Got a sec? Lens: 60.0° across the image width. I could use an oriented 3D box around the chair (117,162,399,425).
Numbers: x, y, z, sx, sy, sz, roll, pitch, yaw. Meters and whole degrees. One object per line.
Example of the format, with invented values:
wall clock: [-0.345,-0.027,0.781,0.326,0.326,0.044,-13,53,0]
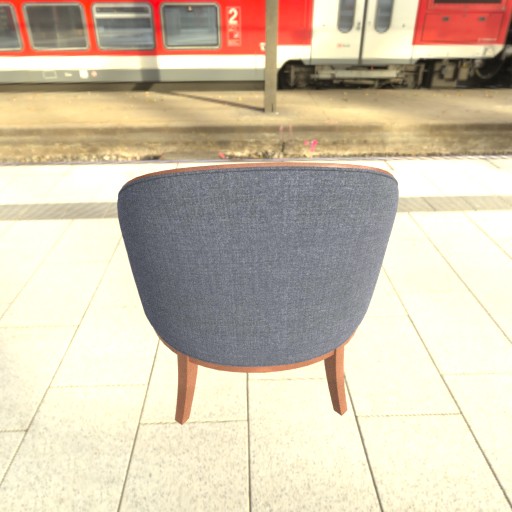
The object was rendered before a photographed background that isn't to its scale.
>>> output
chair: [0.000,0.000,1.472,0.803,0.876,0.735,-2,30,-3]
